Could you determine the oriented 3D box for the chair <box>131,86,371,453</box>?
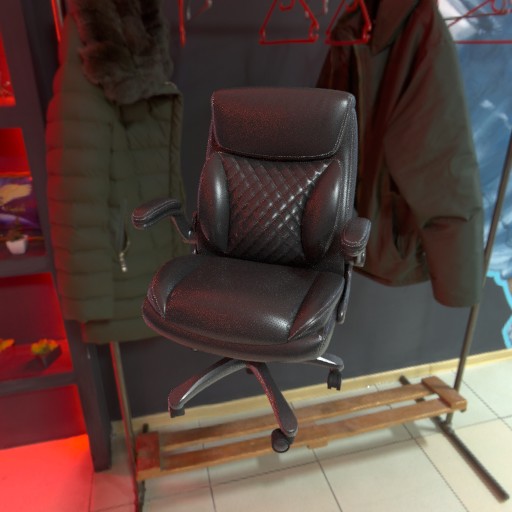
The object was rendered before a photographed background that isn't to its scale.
[{"bbox_3d":[0.000,0.000,1.604,0.782,1.110,0.724,8,26,16],"label":"chair"}]
